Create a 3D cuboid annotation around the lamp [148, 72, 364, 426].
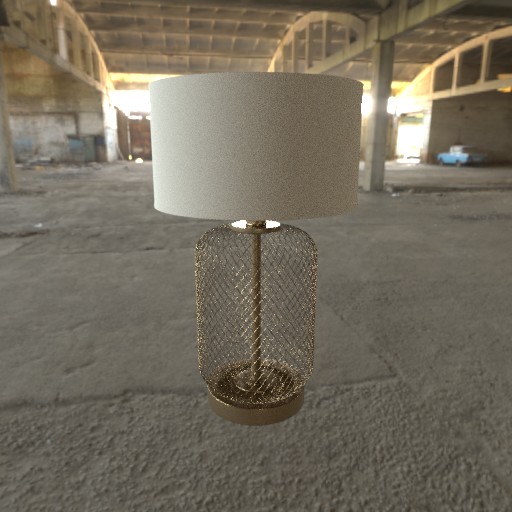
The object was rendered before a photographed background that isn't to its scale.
[{"bbox_3d":[0.000,0.000,0.812,0.353,0.578,0.353,0,14,0],"label":"lamp"}]
